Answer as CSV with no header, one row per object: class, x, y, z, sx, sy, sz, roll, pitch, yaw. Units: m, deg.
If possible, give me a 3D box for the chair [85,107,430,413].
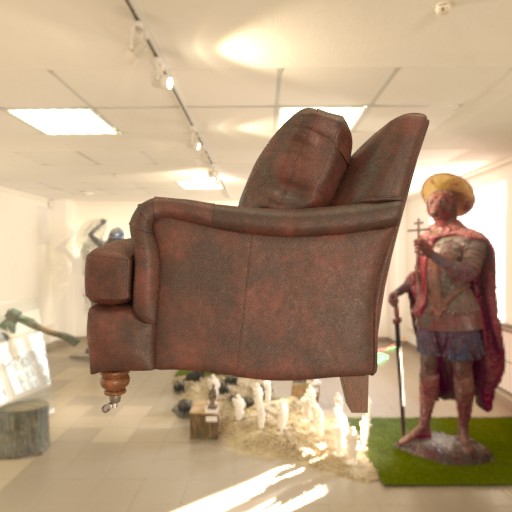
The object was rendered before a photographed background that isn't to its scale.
chair,0.000,0.000,1.890,1.156,1.051,0.987,0,0,0
